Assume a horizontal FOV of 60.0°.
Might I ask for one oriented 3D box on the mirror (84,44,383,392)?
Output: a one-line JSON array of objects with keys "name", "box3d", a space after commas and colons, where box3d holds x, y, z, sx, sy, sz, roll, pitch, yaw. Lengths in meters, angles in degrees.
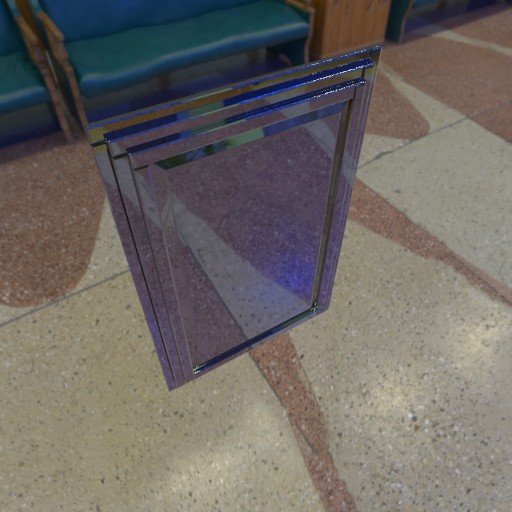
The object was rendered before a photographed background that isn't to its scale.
[{"name": "mirror", "box3d": [0.000, 0.000, 1.130, 0.613, 0.914, 0.039, -24, 52, -20]}]
